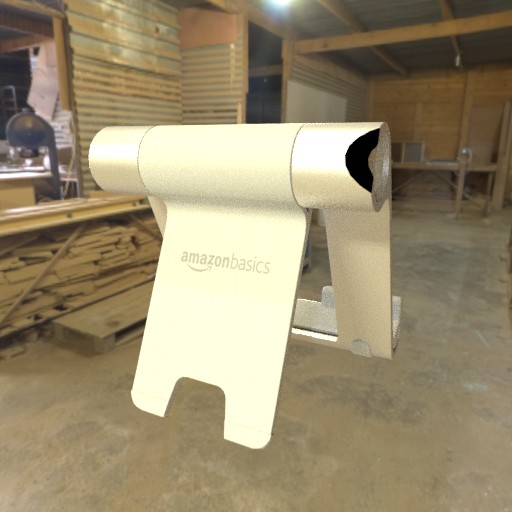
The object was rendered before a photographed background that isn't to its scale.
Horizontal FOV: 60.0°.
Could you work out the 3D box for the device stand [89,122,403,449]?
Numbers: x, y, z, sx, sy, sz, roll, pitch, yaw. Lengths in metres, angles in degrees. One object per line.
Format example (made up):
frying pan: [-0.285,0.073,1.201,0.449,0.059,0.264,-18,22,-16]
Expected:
device stand: [0.000,0.000,0.149,0.086,0.084,0.079,7,17,26]
